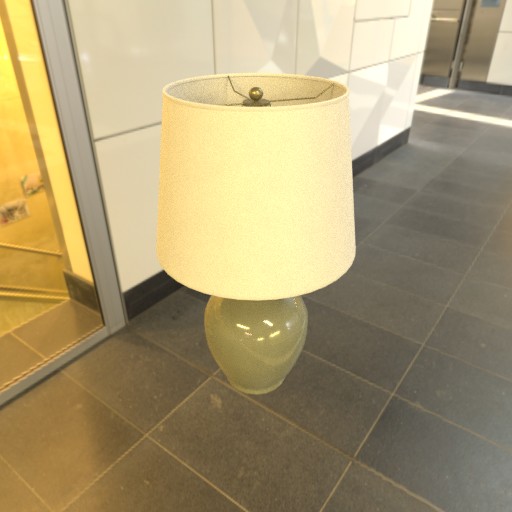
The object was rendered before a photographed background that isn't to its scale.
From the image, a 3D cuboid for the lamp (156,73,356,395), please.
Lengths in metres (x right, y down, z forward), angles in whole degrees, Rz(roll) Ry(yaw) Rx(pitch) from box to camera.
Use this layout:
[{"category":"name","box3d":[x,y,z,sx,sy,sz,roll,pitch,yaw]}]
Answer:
[{"category":"lamp","box3d":[0.000,0.000,0.553,0.239,0.399,0.239,0,31,0]}]
